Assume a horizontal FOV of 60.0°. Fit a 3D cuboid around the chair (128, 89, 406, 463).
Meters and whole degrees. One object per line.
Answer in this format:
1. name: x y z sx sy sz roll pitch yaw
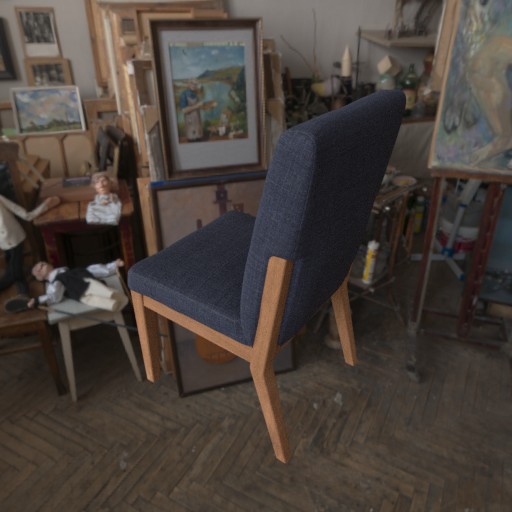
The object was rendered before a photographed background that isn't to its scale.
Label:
1. chair: 0.000 0.000 1.278 0.586 0.911 0.507 20 36 29
